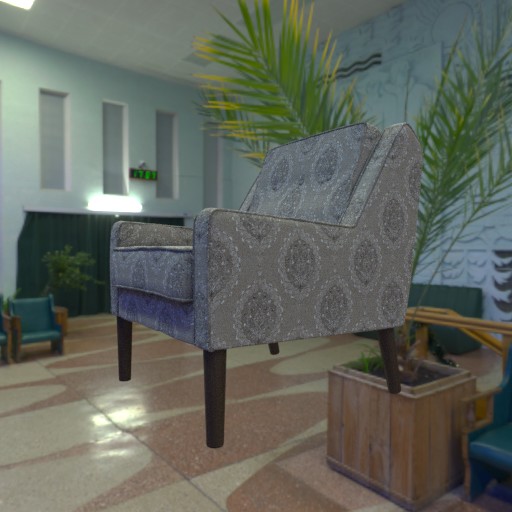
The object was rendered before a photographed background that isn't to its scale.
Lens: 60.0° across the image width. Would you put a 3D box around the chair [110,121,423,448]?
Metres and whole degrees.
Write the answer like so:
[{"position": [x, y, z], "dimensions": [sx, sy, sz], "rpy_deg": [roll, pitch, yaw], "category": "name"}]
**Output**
[{"position": [0.000, 0.000, 1.354], "dimensions": [0.750, 0.797, 0.665], "rpy_deg": [-1, 1, -35], "category": "chair"}]
